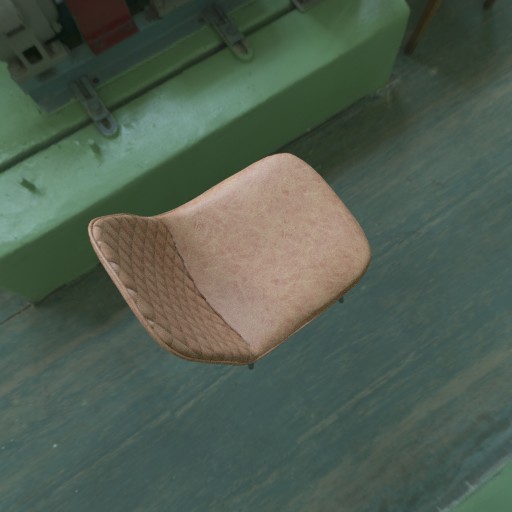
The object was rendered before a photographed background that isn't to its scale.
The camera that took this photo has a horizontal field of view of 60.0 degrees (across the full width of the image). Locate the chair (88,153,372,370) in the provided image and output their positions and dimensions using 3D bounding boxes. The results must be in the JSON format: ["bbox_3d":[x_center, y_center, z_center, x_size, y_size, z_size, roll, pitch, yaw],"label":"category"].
[{"bbox_3d":[0.000,0.000,1.191,0.561,0.889,0.472,-35,79,-8],"label":"chair"}]
